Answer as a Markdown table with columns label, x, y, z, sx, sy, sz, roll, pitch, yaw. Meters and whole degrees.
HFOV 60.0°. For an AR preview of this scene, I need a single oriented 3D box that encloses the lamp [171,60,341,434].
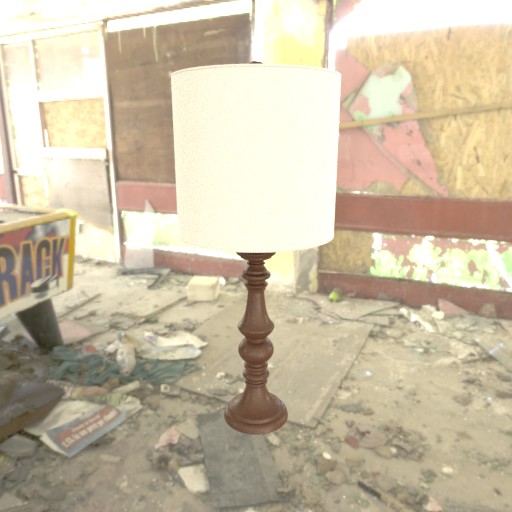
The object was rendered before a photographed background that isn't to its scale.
| label | x | y | z | sx | sy | sz | roll | pitch | yaw |
| --- | --- | --- | --- | --- | --- | --- | --- | --- | --- |
| lamp | 0.000 | 0.000 | 0.732 | 0.250 | 0.597 | 0.250 | 14 | 20 | 43 |
